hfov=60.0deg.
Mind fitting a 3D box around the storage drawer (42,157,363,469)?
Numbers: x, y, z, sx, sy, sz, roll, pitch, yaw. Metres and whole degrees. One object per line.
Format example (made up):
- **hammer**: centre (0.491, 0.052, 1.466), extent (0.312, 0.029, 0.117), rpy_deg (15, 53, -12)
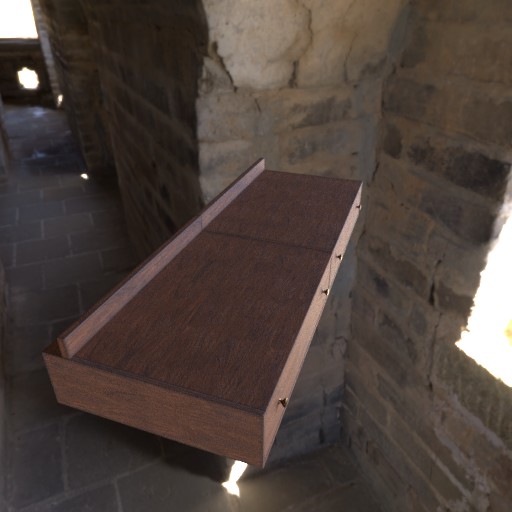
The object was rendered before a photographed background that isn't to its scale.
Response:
- **storage drawer**: centre (0.000, 0.000, 2.133), extent (0.774, 0.339, 1.914), rpy_deg (10, 32, 17)
